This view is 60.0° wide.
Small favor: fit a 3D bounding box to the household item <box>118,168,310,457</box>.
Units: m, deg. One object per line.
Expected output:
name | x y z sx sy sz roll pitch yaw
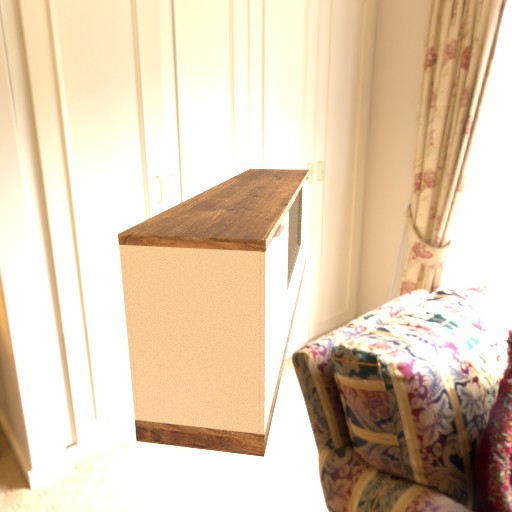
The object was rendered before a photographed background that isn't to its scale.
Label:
household item | 0.000 0.000 2.011 0.390 0.615 1.800 3 17 9
